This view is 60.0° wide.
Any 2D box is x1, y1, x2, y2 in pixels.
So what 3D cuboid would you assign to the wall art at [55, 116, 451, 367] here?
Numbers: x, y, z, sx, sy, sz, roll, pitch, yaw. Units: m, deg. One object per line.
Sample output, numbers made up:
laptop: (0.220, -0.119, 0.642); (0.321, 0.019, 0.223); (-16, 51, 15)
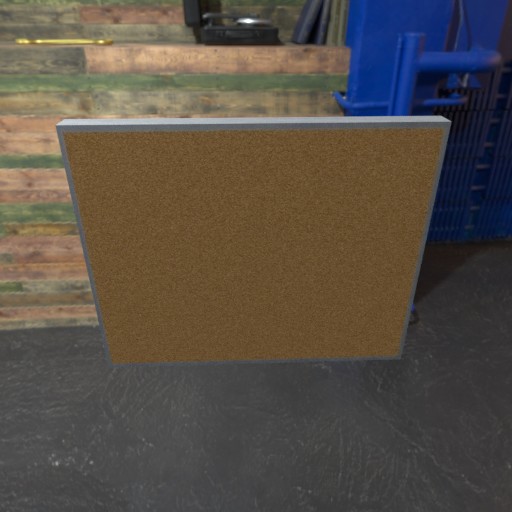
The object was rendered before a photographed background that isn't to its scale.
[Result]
wall art: (0.000, 0.000, 0.751); (0.557, 0.450, 0.037); (-1, 30, -2)
